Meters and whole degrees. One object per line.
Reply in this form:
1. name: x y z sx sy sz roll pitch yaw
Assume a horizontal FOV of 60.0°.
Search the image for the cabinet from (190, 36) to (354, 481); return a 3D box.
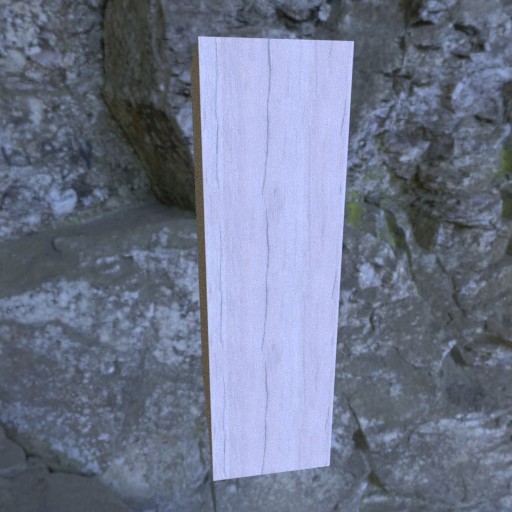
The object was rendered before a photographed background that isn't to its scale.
1. cabinet: 0.000 0.000 2.344 0.580 1.930 0.980 -3 17 -9
